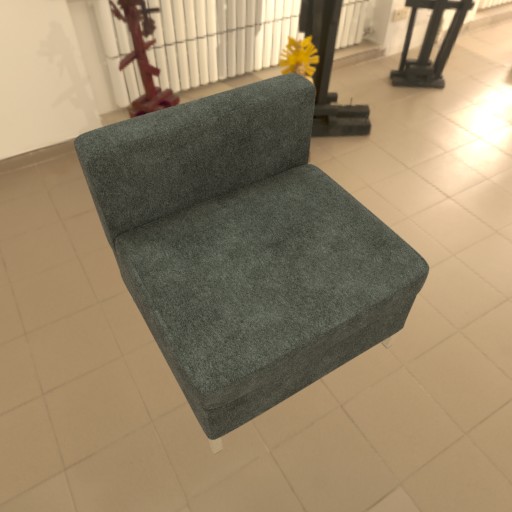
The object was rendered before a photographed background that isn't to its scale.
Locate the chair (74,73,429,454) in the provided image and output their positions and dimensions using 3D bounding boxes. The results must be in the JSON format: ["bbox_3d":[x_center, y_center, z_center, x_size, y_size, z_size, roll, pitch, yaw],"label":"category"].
[{"bbox_3d":[0.000,0.000,1.241,0.680,0.660,0.680,-24,52,-21],"label":"chair"}]
